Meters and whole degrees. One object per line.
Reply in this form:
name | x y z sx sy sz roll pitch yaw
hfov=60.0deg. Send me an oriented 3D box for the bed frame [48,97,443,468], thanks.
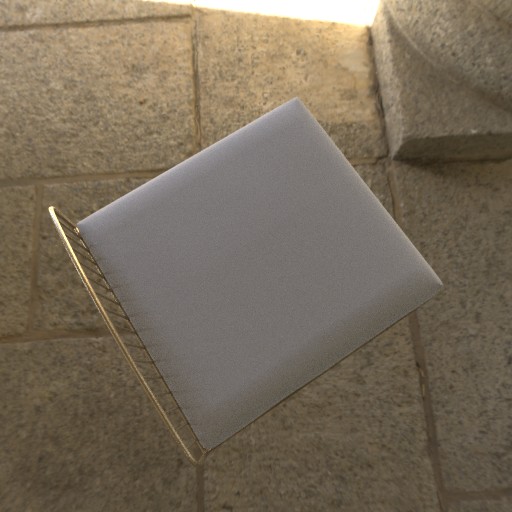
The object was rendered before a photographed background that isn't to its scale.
bed frame | 0.000 0.000 3.376 2.152 1.174 2.016 -32 77 -8
